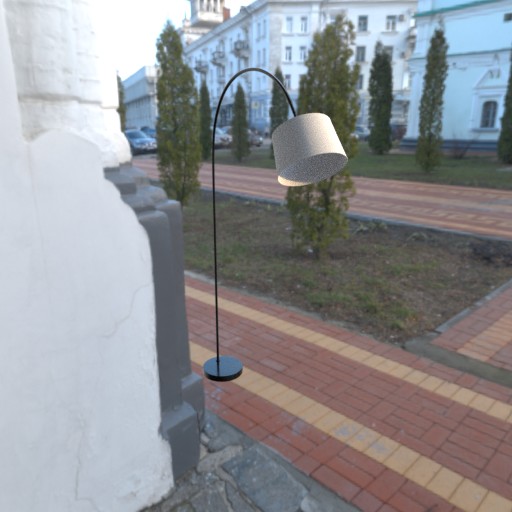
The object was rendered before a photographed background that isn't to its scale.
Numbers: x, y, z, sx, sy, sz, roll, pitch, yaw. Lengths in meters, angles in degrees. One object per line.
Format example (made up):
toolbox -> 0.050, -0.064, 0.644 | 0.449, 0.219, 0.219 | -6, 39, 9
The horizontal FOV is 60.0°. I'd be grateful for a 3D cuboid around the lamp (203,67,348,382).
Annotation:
lamp -> 0.000, 0.000, 2.649 | 0.331, 2.104, 1.363 | -9, 18, -27
